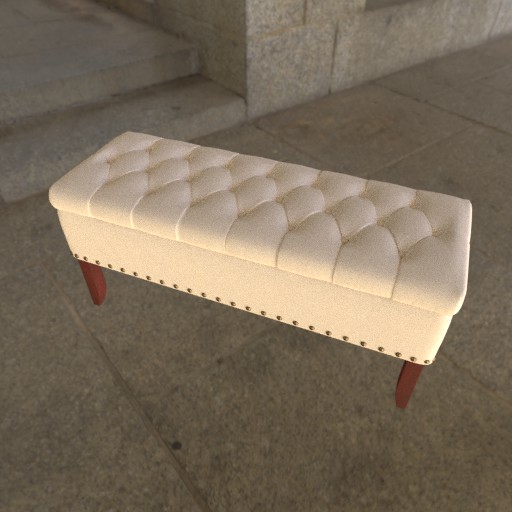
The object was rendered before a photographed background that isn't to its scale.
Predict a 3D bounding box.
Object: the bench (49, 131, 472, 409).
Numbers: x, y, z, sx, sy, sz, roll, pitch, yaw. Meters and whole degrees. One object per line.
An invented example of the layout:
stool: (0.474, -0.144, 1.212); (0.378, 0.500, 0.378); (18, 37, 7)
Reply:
bench: (0.000, 0.000, 1.296); (1.054, 0.470, 0.400); (15, 44, 16)
